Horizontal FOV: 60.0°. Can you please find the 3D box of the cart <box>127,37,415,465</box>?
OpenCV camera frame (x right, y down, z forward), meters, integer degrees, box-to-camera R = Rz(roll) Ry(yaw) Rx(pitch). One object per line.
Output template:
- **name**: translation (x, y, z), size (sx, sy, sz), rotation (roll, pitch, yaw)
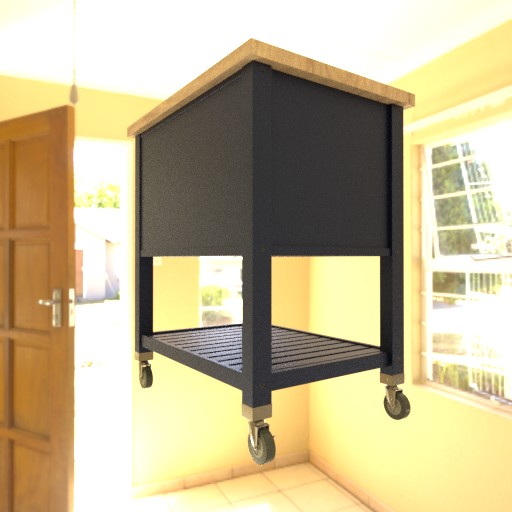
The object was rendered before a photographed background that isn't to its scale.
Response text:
- **cart**: translation (0.000, 0.000, 1.416), size (0.567, 0.920, 0.797), rotation (0, -1, -35)
